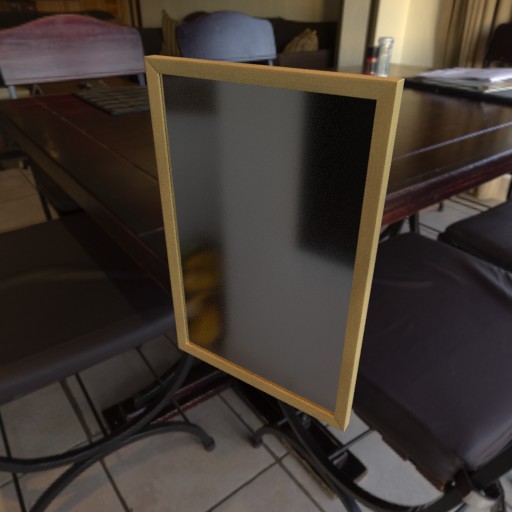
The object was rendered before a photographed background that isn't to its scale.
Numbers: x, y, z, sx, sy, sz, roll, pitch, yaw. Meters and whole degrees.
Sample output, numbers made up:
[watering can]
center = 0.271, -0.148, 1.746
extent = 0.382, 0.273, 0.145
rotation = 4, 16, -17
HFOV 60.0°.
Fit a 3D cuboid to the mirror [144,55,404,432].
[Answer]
[mirror]
center = 0.000, 0.000, 1.150
extent = 0.609, 0.915, 0.040
rotation = 19, 36, 28
